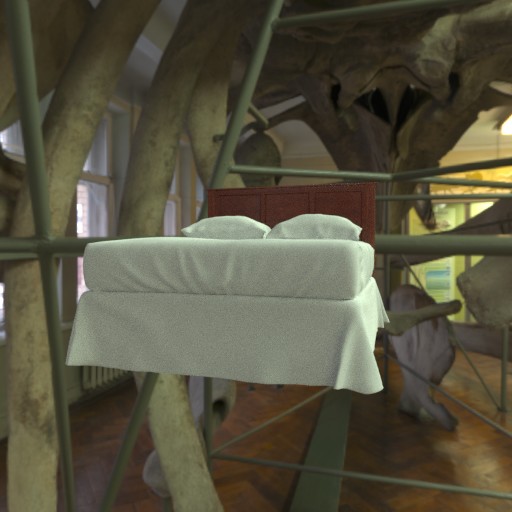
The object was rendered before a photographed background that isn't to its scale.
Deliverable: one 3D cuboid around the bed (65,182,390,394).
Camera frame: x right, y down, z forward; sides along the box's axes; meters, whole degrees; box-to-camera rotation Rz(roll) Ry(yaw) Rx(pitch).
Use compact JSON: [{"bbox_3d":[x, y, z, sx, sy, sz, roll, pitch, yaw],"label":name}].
[{"bbox_3d":[0.000,0.000,3.243,1.870,1.270,2.050,0,1,17],"label":"bed"}]
